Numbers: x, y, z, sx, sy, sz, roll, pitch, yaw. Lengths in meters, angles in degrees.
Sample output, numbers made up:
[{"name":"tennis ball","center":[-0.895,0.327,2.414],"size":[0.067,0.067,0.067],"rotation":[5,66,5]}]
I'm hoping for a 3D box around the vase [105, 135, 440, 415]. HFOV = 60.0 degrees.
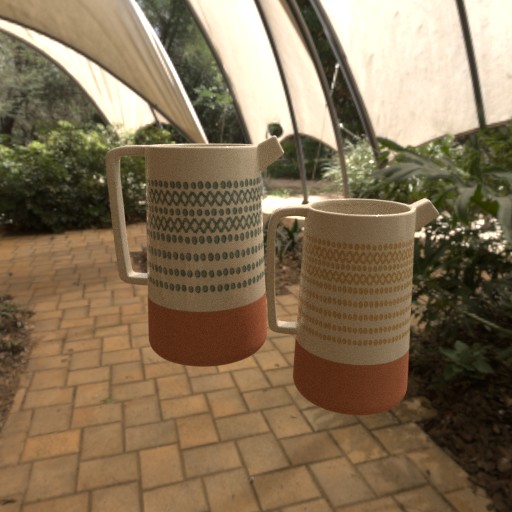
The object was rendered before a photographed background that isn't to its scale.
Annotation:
[{"name":"vase","center":[0.000,0.000,0.472],"size":[0.326,0.247,0.168],"rotation":[15,21,42]}]
